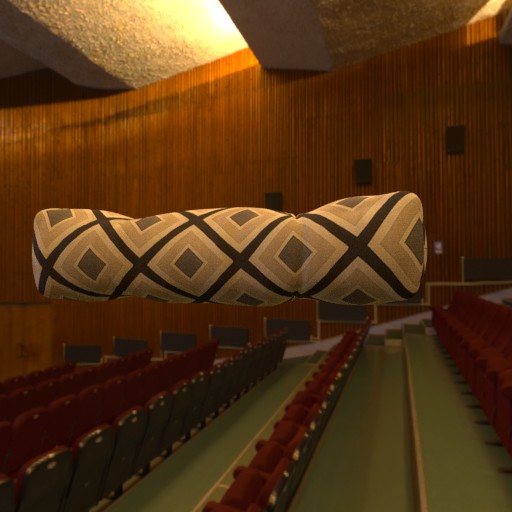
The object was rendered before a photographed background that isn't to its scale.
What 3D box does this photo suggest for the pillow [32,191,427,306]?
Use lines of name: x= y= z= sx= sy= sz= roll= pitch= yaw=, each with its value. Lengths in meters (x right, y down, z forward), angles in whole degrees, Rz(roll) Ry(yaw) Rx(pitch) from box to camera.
pillow: x=0.000 y=0.000 z=0.717 sx=0.490 sy=0.128 sz=0.468 roll=0 pitch=-1 yaw=17
